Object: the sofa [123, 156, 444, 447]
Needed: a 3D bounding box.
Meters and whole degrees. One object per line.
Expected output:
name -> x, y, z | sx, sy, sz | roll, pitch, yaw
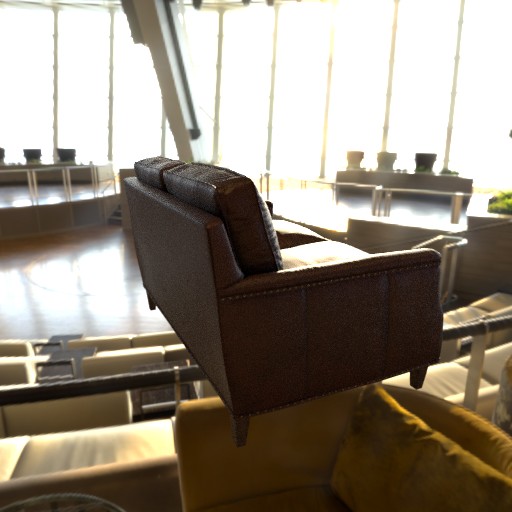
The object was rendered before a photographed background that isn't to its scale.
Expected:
sofa -> 0.000, 0.000, 2.329 | 1.083, 1.003, 1.628 | -8, 18, -25
